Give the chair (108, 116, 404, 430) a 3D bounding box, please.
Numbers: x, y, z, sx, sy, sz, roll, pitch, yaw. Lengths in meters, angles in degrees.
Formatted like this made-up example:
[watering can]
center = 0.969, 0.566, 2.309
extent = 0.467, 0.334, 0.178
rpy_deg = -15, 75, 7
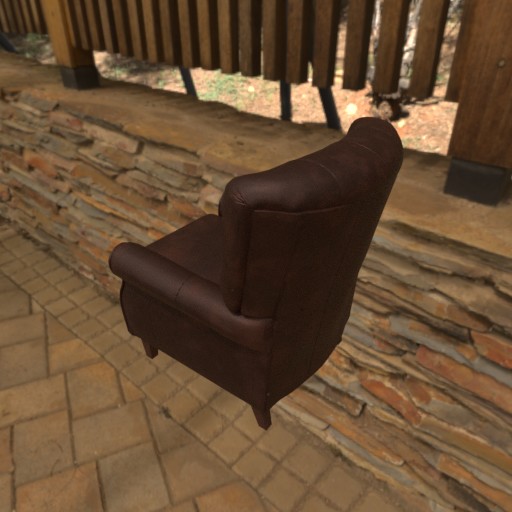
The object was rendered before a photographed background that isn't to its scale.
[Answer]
[chair]
center = 0.000, 0.000, 1.926
extent = 1.058, 1.158, 0.948
rpy_deg = 21, 37, 30
